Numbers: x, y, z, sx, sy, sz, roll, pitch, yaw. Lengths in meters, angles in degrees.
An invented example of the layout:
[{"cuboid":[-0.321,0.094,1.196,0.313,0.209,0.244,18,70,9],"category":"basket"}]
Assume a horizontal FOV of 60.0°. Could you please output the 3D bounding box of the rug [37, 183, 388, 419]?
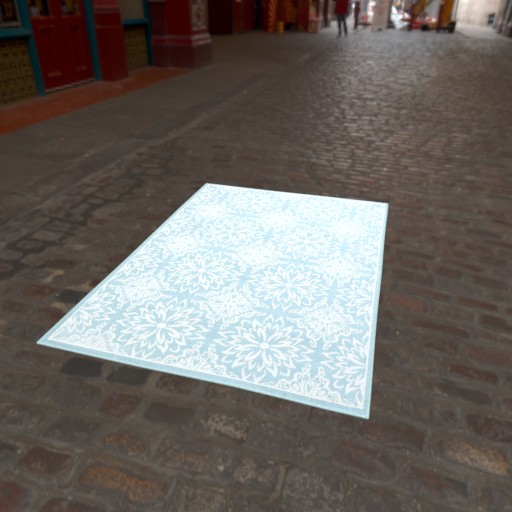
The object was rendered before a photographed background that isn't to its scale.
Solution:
[{"cuboid":[0.000,0.000,2.874,1.589,0.014,2.205,9,32,14],"category":"rug"}]
